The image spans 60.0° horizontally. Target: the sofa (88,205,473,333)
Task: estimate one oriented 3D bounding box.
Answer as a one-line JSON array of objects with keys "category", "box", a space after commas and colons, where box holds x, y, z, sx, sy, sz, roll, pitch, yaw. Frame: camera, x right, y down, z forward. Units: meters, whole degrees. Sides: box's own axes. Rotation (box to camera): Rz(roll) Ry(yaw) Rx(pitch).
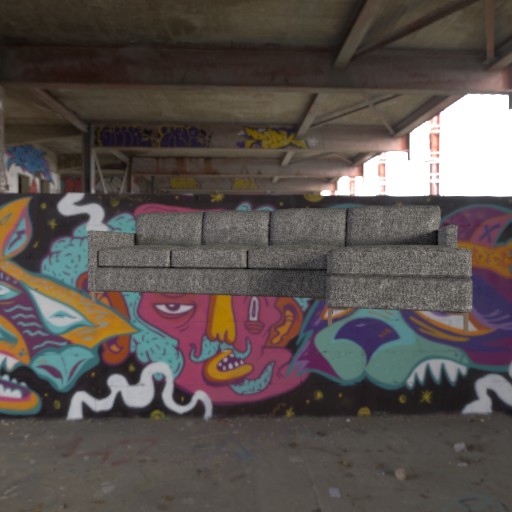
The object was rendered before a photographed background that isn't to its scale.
[{"category": "sofa", "box": [0.000, 0.000, 4.019, 3.384, 0.970, 1.488, 0, 1, 18]}]
